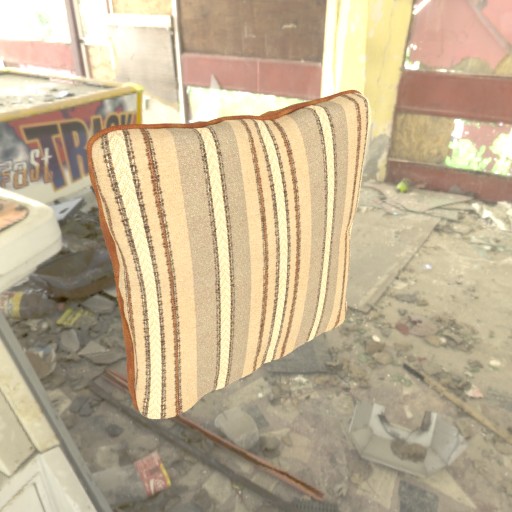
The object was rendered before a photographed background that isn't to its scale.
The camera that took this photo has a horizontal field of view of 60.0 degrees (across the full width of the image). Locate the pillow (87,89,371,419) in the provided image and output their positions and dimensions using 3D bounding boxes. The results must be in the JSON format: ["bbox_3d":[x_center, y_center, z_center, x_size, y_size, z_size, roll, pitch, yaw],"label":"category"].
[{"bbox_3d":[0.000,0.000,0.747,0.489,0.490,0.130,-20,36,-31],"label":"pillow"}]
